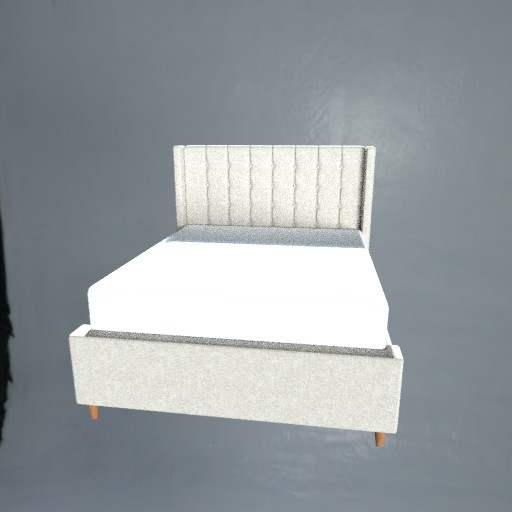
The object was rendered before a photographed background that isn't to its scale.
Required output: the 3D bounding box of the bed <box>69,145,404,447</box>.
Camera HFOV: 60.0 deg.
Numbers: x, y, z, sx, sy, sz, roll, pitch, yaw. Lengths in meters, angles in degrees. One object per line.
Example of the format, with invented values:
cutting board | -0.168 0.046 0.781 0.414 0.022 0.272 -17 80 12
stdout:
bed | 0.000 0.000 3.701 2.045 1.743 2.370 2 15 8
